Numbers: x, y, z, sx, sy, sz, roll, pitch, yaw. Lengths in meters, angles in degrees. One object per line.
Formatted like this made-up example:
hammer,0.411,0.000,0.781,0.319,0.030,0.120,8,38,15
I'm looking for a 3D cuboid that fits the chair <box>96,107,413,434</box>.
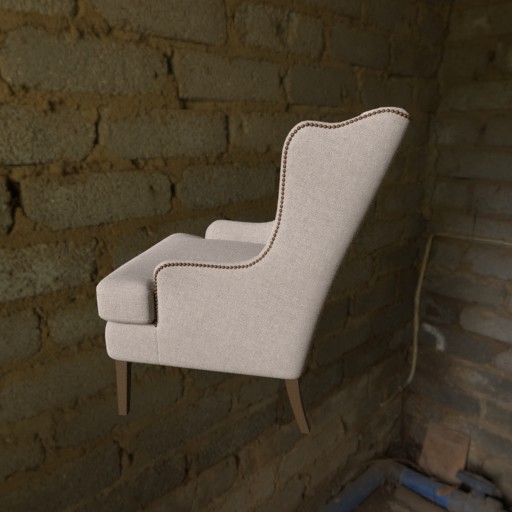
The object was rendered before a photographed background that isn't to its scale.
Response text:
chair,0.000,0.000,1.656,0.940,1.029,0.737,2,15,8
